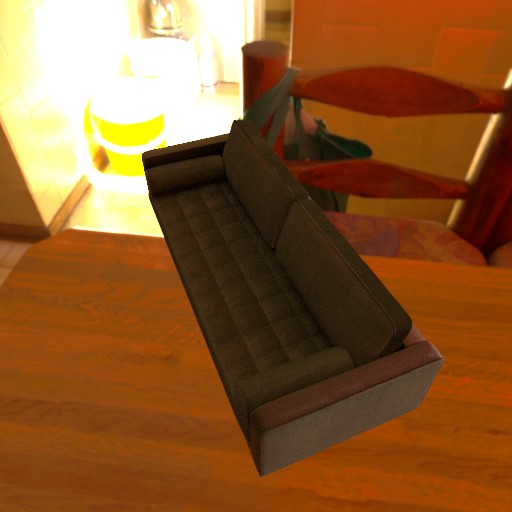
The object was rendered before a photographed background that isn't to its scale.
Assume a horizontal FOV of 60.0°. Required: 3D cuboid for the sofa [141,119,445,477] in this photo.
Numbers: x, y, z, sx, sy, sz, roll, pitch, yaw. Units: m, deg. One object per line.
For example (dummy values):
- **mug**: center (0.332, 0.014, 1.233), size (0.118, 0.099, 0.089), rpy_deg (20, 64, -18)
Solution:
- **sofa**: center (0.000, 0.000, 2.673), size (0.918, 0.769, 2.199), rpy_deg (-16, 48, -16)
